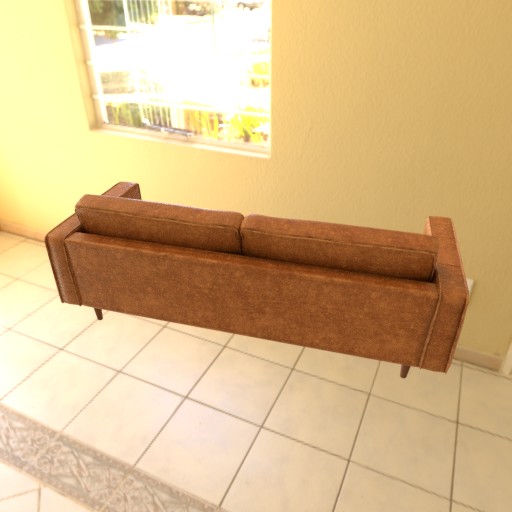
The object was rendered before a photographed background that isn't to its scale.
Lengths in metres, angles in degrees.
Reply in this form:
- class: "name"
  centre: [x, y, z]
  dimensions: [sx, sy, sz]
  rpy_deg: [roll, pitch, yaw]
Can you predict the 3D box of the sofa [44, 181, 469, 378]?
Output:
- class: "sofa"
  centre: [0.000, 0.000, 2.615]
  dimensions: [2.199, 0.779, 0.886]
  rpy_deg: [8, 33, 13]
